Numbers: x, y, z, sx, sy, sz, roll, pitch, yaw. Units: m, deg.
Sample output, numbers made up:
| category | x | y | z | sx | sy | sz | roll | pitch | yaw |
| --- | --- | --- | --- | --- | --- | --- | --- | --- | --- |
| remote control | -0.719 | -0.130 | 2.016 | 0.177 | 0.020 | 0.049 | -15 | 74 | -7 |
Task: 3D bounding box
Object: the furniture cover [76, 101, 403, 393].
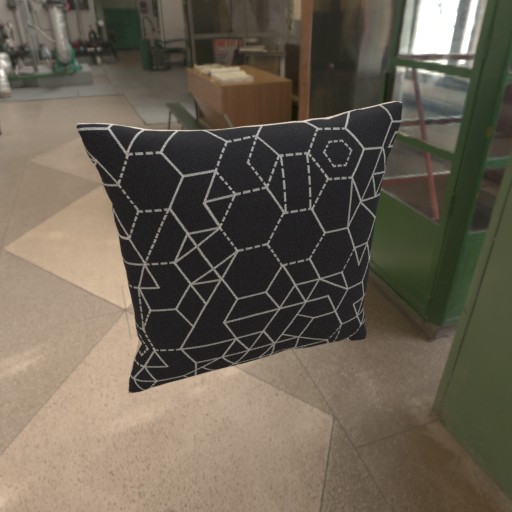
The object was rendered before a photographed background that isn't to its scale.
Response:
| category | x | y | z | sx | sy | sz | roll | pitch | yaw |
| --- | --- | --- | --- | --- | --- | --- | --- | --- | --- |
| furniture cover | 0.000 | 0.000 | 0.796 | 0.517 | 0.508 | 0.158 | -10 | 31 | -16 |
